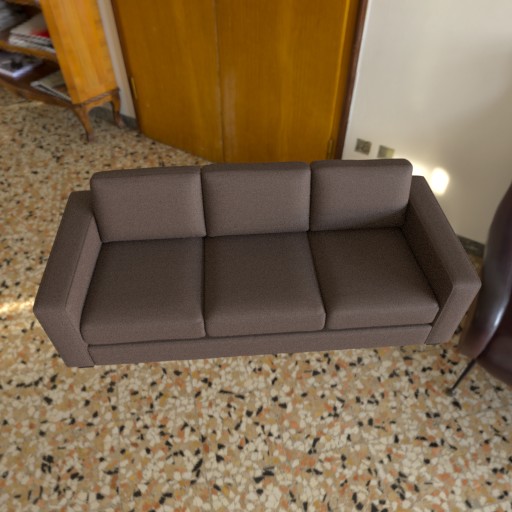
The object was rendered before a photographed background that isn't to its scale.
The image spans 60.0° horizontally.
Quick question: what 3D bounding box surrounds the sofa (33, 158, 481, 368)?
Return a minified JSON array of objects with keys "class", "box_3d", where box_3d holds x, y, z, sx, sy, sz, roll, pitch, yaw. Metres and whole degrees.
[{"class":"sofa","box_3d":[0.000,0.000,2.528,2.160,0.806,0.900,-3,47,-3]}]
